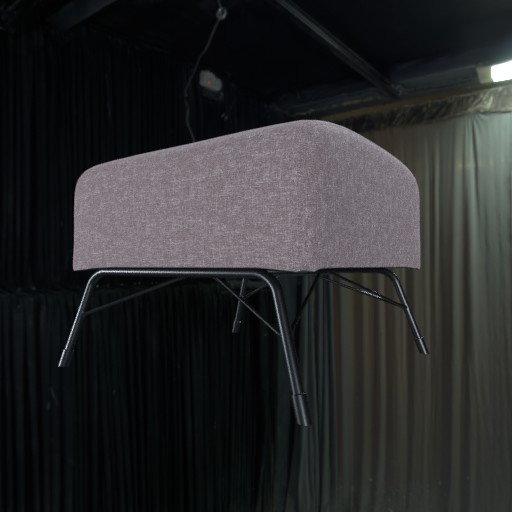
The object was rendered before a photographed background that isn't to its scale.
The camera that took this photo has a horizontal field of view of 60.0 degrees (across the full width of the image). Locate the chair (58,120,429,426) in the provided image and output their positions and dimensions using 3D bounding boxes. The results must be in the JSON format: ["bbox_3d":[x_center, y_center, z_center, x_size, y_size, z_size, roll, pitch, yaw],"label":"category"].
[{"bbox_3d":[0.000,0.000,0.885,0.530,0.410,0.530,-1,-1,36],"label":"chair"}]
